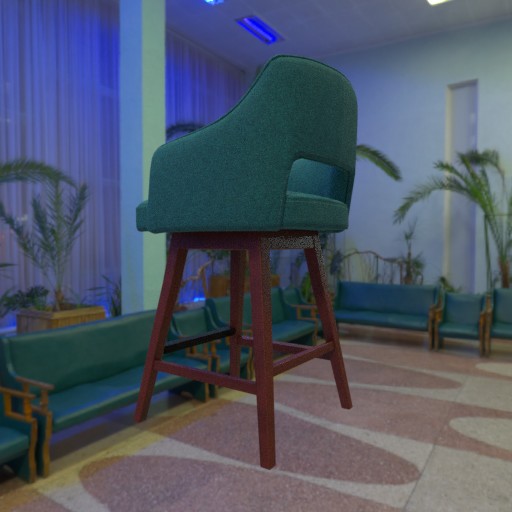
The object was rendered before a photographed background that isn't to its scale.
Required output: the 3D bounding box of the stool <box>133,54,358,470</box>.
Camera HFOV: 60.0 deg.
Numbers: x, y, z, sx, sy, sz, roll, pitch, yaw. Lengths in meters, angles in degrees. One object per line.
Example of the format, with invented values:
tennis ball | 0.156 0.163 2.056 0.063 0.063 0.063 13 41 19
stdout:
stool | 0.000 0.000 1.309 0.556 0.961 0.548 1 2 35
